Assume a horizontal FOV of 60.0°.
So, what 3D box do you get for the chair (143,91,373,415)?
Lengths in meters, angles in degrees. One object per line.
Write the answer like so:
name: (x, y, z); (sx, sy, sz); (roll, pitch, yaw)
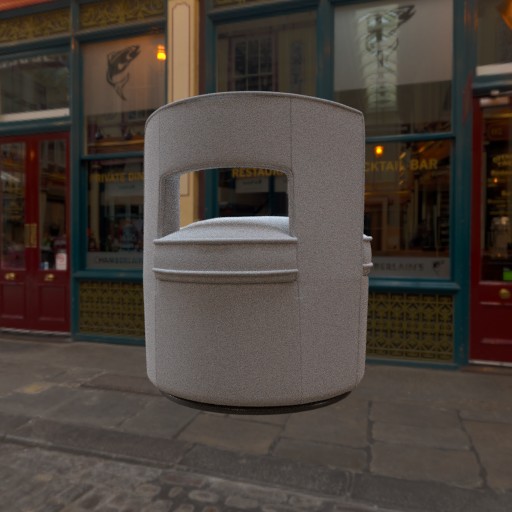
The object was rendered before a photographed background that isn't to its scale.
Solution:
chair: (0.000, 0.000, 1.275); (0.650, 0.723, 0.665); (0, 0, 17)
